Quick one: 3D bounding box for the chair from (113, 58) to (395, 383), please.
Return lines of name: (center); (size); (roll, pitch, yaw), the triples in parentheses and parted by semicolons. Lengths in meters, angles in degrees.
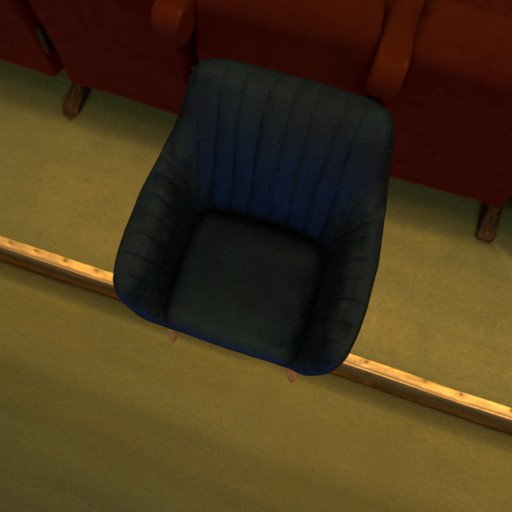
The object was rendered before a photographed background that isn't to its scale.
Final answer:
chair: (0.000, 0.000, 1.221); (0.578, 0.826, 0.573); (17, 75, 5)
